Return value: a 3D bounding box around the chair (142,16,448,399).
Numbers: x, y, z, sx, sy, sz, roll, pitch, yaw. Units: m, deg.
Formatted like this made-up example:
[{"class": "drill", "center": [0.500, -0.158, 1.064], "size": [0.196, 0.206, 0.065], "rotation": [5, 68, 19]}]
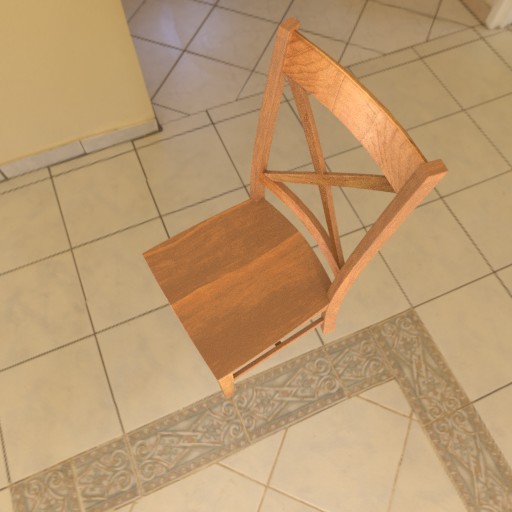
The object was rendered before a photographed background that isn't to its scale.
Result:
[{"class": "chair", "center": [0.000, 0.000, 1.252], "size": [0.542, 0.983, 0.485], "rotation": [-30, 68, -14]}]
